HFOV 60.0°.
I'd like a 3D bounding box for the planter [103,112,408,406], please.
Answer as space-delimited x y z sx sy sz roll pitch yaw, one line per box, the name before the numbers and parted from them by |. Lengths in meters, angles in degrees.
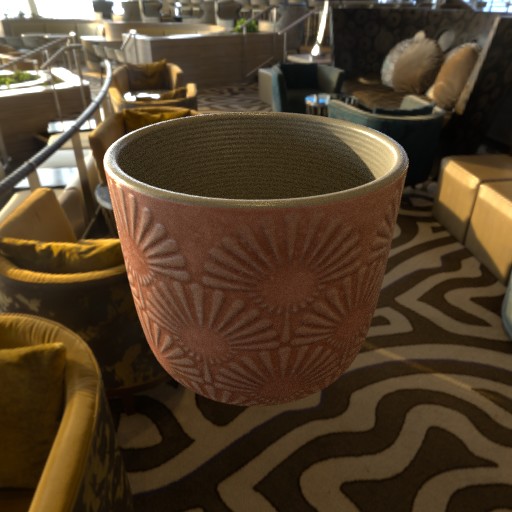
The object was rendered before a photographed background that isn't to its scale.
planter | 0.000 0.000 0.214 0.124 0.109 0.124 0 31 0
